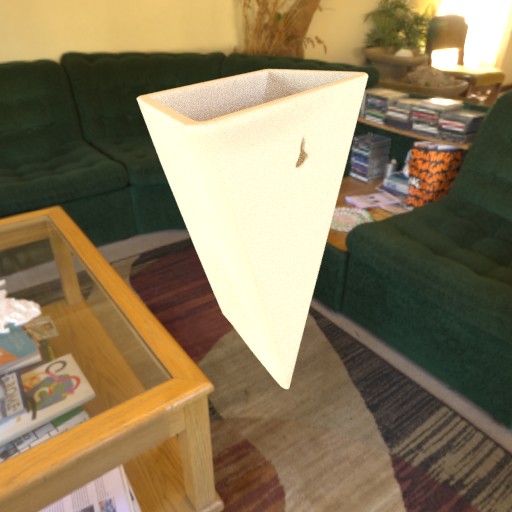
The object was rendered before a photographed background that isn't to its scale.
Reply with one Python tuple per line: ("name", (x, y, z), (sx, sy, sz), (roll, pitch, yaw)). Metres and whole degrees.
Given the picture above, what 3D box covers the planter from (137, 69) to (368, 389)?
("planter", (0.000, 0.000, 0.272), (0.060, 0.197, 0.150), (21, 36, 30))
